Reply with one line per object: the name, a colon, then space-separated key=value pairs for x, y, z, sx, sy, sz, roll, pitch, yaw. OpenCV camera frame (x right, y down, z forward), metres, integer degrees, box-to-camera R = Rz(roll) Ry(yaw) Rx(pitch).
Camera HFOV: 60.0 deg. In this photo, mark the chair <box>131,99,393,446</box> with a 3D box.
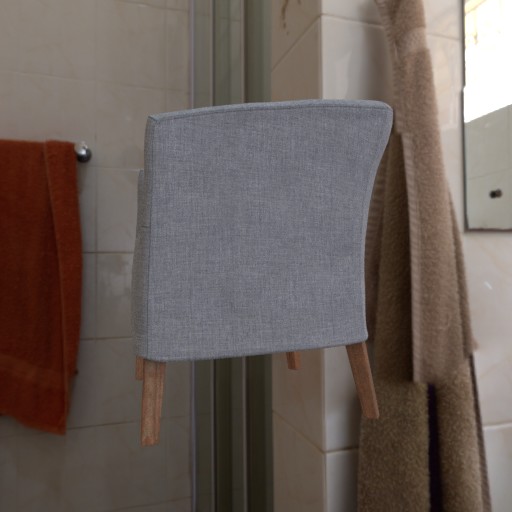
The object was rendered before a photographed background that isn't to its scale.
chair: x=0.000 y=0.000 z=1.241 sx=0.668 sy=0.771 sz=0.600 roll=0 pitch=-1 yaw=-16
